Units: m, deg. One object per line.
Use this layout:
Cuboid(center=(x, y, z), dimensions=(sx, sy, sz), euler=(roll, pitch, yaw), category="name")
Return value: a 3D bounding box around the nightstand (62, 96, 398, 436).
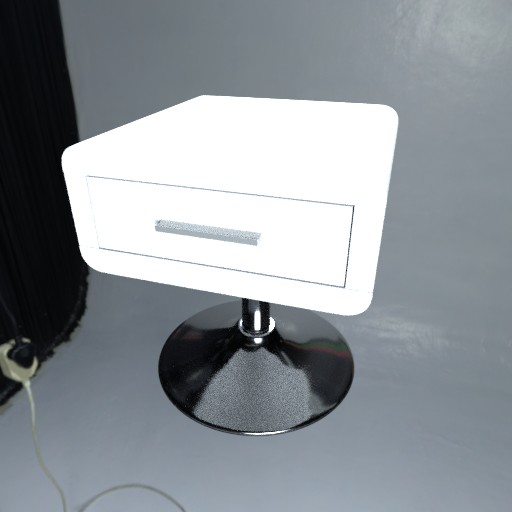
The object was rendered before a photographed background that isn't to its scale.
Cuboid(center=(0.000, 0.000, 0.757), dimensions=(0.399, 0.447, 0.404), euler=(9, 30, 15), category="nightstand")
